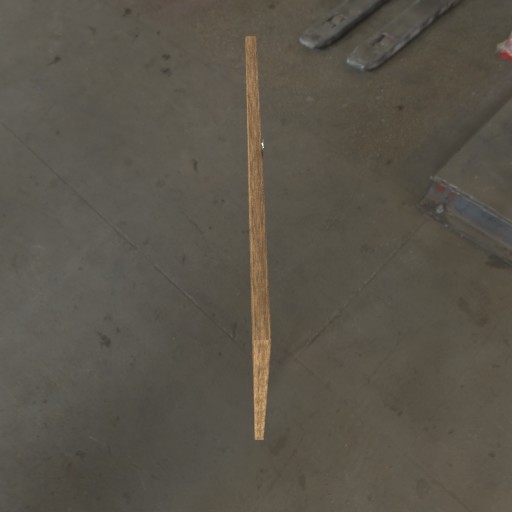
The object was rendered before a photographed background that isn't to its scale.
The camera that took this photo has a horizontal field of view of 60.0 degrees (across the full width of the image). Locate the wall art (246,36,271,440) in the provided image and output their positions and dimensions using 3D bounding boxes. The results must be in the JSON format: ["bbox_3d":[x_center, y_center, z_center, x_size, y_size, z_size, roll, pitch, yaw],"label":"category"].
[{"bbox_3d":[0.000,0.000,0.851,0.021,0.576,0.561,-1,58,-1],"label":"wall art"}]
